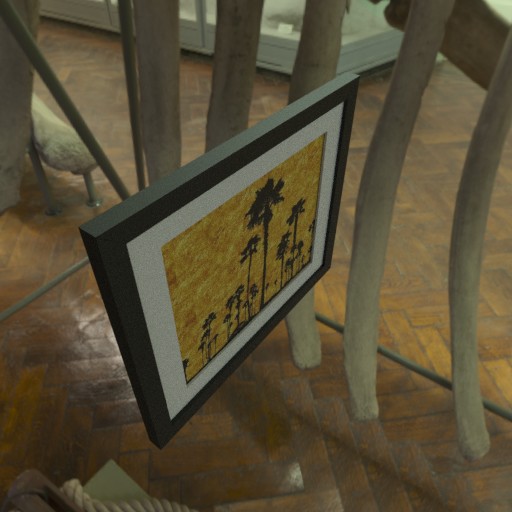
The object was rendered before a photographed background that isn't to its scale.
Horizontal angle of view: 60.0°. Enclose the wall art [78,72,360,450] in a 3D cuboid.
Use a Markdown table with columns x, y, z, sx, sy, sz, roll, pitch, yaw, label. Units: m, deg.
| x | y | z | sx | sy | sz | roll | pitch | yaw | label |
| --- | --- | --- | --- | --- | --- | --- | --- | --- | --- |
| 0.000 | 0.000 | 0.762 | 0.028 | 0.460 | 0.561 | 27 | 48 | 27 | wall art |
